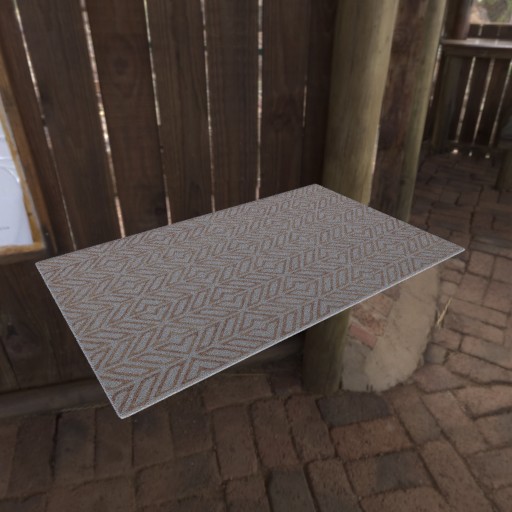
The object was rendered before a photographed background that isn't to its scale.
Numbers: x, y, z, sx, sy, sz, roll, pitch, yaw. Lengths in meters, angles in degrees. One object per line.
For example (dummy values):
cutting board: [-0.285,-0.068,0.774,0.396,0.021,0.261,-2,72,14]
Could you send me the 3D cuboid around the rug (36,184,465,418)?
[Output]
rug: [0.000,0.000,2.950,2.438,0.008,1.523,-20,36,-30]
